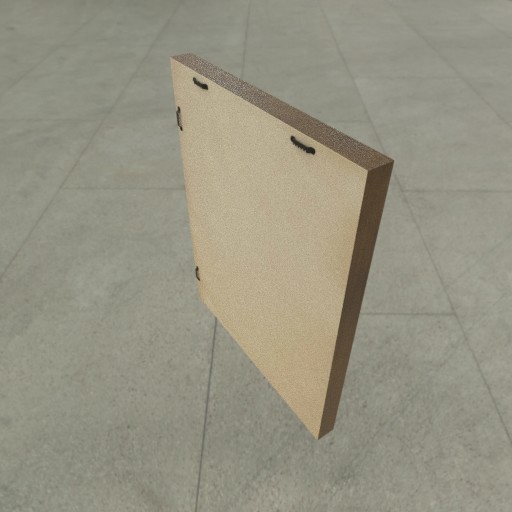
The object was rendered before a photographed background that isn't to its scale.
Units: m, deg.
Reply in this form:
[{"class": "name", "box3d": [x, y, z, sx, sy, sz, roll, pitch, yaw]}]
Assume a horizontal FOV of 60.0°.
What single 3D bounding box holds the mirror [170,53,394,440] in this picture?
[{"class": "mirror", "box3d": [0.000, 0.000, 0.704, 0.041, 0.509, 0.406, -24, 46, -25]}]
